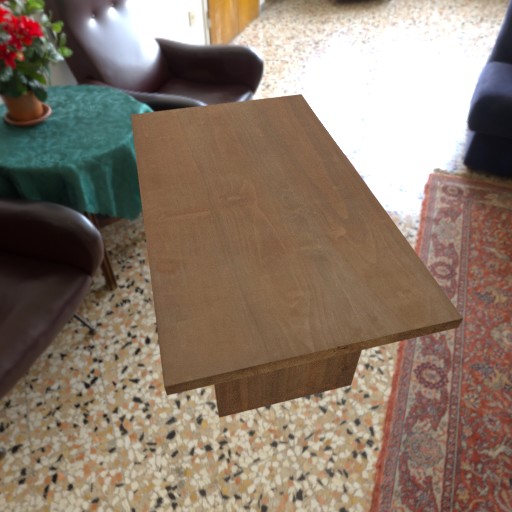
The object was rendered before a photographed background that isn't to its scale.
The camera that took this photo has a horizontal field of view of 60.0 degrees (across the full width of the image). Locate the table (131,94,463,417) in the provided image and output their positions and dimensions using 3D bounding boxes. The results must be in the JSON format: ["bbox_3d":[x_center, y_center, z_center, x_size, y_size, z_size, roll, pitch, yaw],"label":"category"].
[{"bbox_3d":[0.000,0.000,2.148,0.946,0.780,1.609,-10,46,-10],"label":"table"}]
